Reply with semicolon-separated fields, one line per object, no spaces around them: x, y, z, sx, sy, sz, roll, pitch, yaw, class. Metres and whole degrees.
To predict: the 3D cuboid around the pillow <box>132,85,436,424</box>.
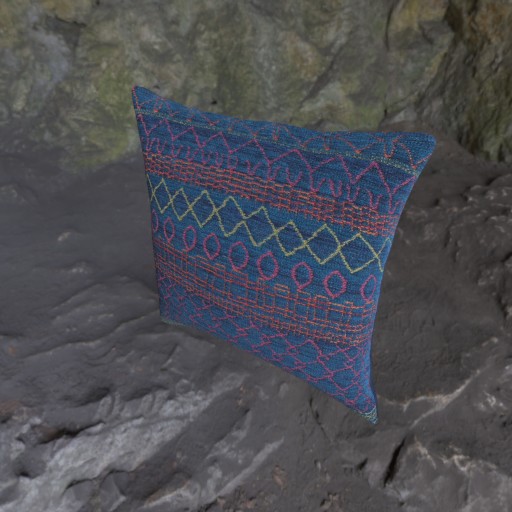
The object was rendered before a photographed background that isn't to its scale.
0.000;0.000;0.644;0.431;0.431;0.141;19;36;29;pillow
